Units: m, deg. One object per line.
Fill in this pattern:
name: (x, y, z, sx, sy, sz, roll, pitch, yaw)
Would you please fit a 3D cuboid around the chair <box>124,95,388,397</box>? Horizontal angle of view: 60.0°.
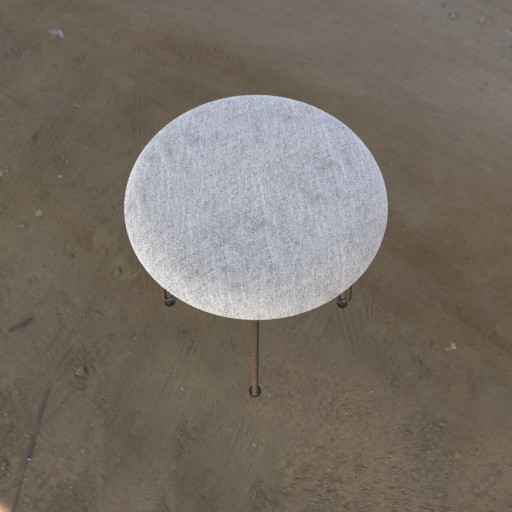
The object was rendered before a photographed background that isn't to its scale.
chair: (0.000, 0.000, 0.667, 0.350, 0.386, 0.350, 1, 63, 0)
